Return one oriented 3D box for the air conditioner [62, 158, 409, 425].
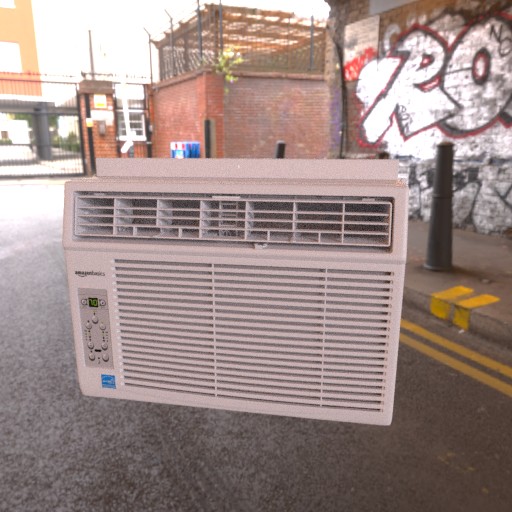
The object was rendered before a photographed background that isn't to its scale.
[{"bbox_3d":[0.000,0.000,0.881,0.503,0.388,0.546,2,14,9],"label":"air conditioner"}]
